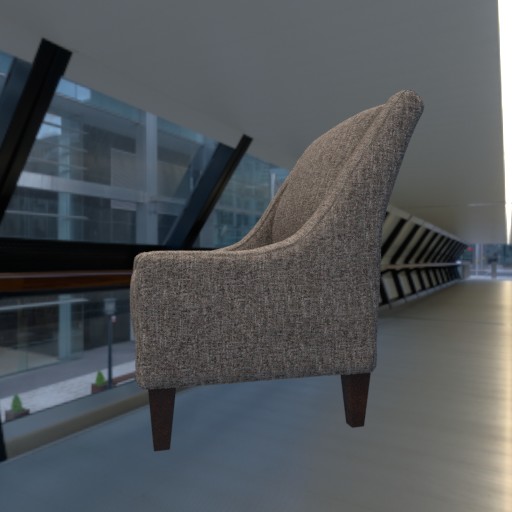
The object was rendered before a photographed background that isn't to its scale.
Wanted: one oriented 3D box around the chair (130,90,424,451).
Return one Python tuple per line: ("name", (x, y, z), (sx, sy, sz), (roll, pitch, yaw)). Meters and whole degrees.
("chair", (0.000, 0.000, 1.590), (0.870, 1.014, 0.774), (0, 0, -16))
